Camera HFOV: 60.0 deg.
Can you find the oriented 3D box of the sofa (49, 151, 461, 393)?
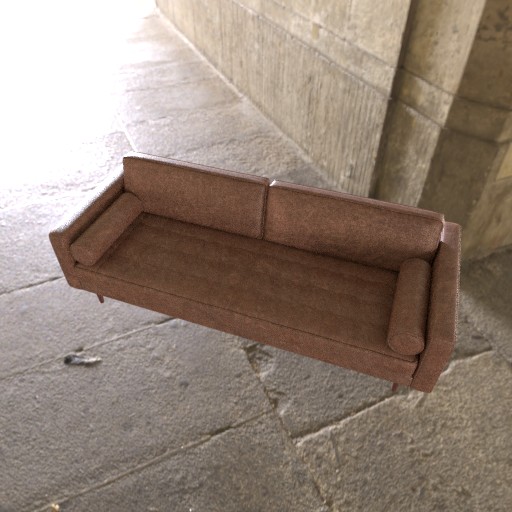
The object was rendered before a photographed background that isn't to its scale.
[{"bbox_3d":[0.000,0.000,2.644,2.210,0.762,0.914,14,45,14],"label":"sofa"}]
